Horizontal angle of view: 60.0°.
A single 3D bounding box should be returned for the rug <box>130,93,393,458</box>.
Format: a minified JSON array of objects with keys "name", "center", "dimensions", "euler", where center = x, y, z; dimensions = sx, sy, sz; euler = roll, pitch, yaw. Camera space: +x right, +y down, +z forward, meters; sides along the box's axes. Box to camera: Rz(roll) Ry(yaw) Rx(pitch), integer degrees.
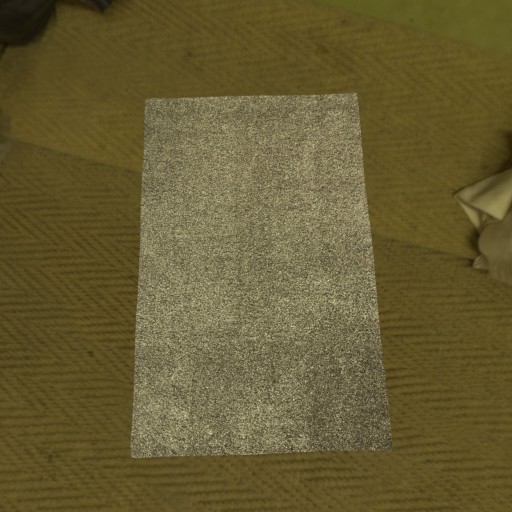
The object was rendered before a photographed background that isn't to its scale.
[{"name":"rug","center":[0.000,0.000,2.843],"dimensions":[1.501,0.025,2.352],"euler":[-2,75,0]}]
